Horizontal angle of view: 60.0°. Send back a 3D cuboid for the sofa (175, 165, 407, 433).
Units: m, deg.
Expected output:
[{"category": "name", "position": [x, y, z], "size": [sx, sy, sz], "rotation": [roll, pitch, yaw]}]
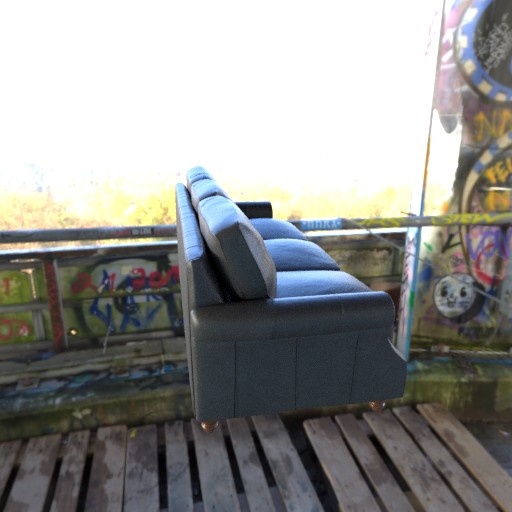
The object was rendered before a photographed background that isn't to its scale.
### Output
[{"category": "sofa", "position": [0.000, 0.000, 2.862], "size": [0.974, 0.977, 2.387], "rotation": [-3, 17, -11]}]
